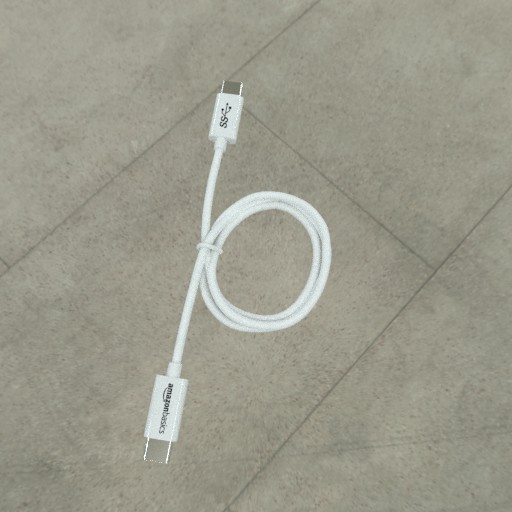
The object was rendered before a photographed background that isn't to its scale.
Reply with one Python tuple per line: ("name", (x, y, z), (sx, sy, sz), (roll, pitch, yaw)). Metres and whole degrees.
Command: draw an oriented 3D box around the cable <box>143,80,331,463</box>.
("cable", (0.000, 0.000, 0.205), (0.070, 0.014, 0.186), (8, 74, 2))
